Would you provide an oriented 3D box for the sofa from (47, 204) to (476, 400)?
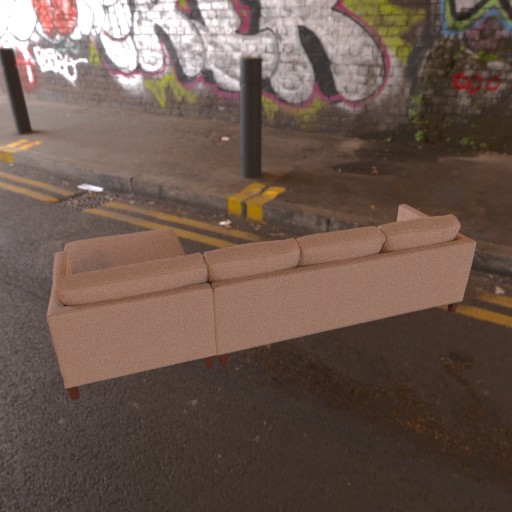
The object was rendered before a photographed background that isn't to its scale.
[{"bbox_3d":[0.000,0.000,3.852,3.186,0.861,1.625,-9,29,-17],"label":"sofa"}]
